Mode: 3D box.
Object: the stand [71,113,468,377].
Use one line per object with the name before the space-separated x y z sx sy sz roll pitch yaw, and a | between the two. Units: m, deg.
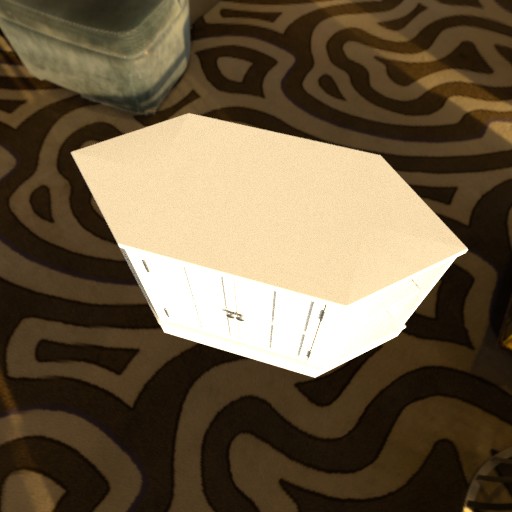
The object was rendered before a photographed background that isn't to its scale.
stand | 0.000 0.000 1.412 1.072 0.614 0.477 15 61 8
